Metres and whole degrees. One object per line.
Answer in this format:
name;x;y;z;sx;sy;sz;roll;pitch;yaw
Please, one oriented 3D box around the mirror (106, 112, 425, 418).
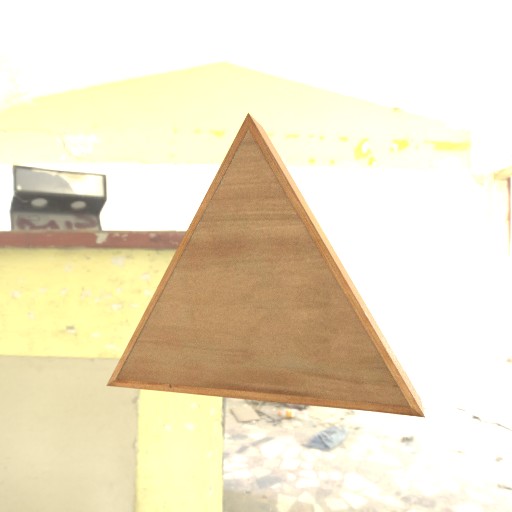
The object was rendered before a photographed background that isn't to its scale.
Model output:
mirror;0.000;0.000;0.891;0.631;0.548;0.100;0;0;17
